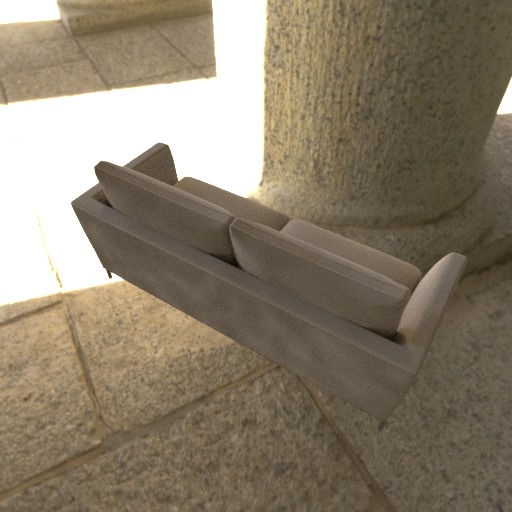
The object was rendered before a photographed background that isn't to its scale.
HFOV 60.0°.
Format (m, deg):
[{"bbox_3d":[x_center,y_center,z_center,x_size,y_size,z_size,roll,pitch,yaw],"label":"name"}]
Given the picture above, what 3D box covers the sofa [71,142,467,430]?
[{"bbox_3d":[0.000,0.000,2.749,2.214,1.005,0.868,24,50,22],"label":"sofa"}]
